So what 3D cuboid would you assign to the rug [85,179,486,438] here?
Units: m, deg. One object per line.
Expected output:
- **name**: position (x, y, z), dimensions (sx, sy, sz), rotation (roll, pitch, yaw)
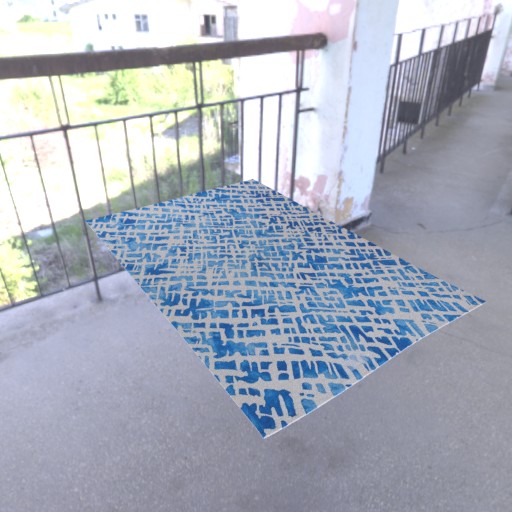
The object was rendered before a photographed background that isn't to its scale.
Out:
- **rug**: position (0.000, 0.000, 2.290), dimensions (1.209, 0.011, 1.830), rotation (-20, 36, -29)
